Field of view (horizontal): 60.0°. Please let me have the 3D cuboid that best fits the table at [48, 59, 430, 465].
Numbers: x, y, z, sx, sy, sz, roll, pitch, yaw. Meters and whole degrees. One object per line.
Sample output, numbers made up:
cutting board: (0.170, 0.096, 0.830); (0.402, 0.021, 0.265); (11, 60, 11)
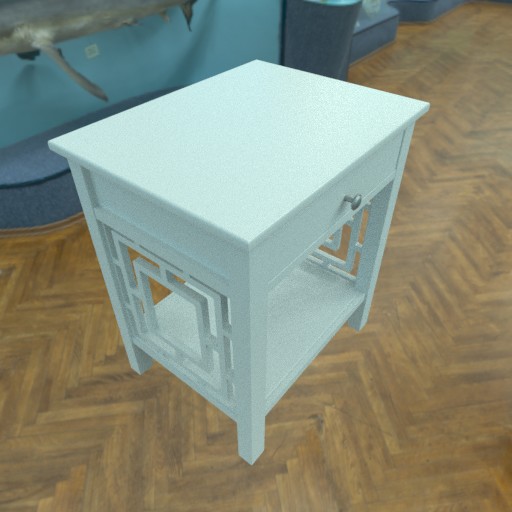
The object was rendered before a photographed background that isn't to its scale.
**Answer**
table: (0.000, 0.000, 1.015); (0.451, 0.646, 0.564); (27, 48, 28)
